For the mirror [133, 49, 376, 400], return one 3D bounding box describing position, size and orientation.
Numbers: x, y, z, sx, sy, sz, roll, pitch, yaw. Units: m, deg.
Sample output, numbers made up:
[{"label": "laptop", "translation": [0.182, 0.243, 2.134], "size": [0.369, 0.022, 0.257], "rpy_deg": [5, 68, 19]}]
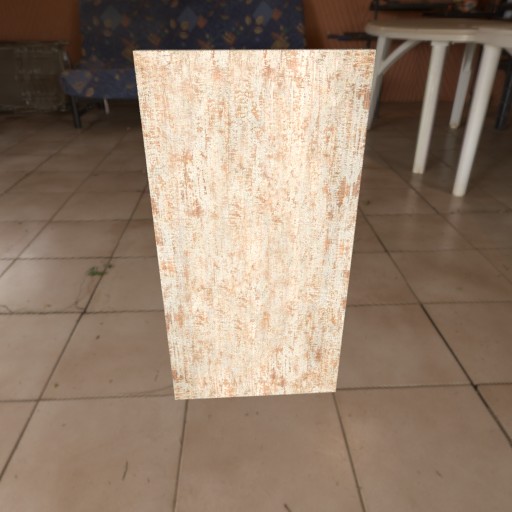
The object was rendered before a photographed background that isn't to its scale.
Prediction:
[{"label": "mirror", "translation": [0.000, 0.000, 1.091], "size": [0.472, 0.922, 0.027], "rpy_deg": [-2, 29, -3]}]
